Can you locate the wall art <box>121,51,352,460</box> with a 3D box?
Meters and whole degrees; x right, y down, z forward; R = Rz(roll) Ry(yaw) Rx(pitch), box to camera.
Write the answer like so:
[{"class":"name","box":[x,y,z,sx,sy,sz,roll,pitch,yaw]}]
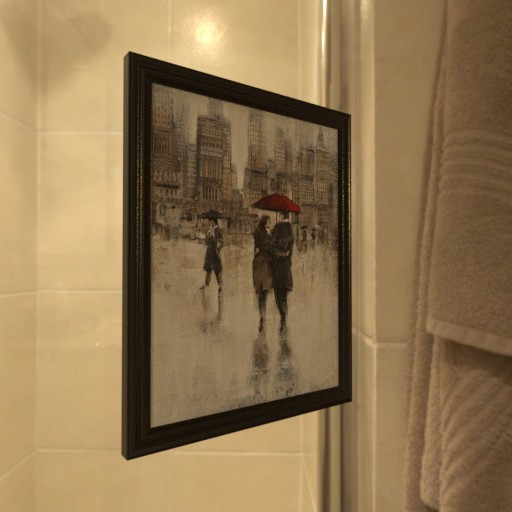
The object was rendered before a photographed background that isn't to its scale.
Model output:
[{"class":"wall art","box":[0.000,0.000,1.584,0.950,1.194,0.053,1,-1,-36]}]
